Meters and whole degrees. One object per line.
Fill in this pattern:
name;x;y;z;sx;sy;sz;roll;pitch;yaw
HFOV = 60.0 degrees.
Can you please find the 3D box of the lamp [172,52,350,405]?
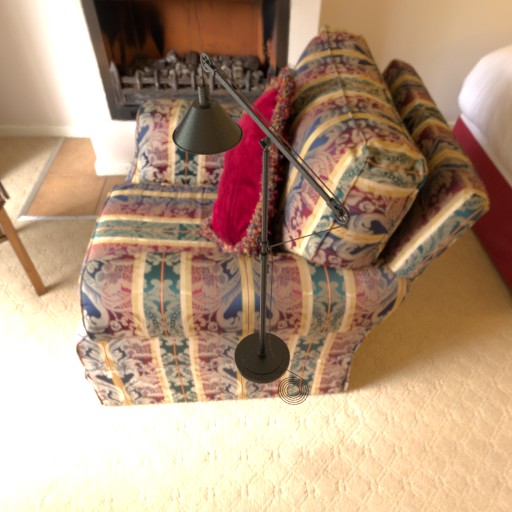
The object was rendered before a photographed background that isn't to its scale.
lamp;0.000;0.000;1.995;0.319;1.626;0.904;-31;54;-26
